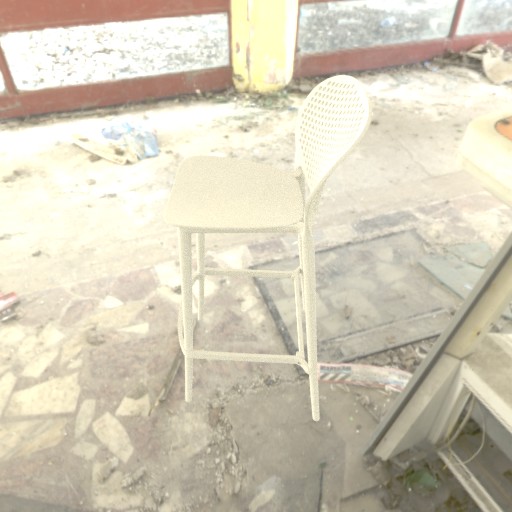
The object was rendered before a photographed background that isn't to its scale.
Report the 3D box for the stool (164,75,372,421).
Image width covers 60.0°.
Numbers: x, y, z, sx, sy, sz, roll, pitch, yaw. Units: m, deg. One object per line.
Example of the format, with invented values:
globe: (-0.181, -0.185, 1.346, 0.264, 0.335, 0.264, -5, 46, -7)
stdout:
stool: (0.000, 0.000, 1.403, 0.535, 1.045, 0.536, 1, 41, 1)
